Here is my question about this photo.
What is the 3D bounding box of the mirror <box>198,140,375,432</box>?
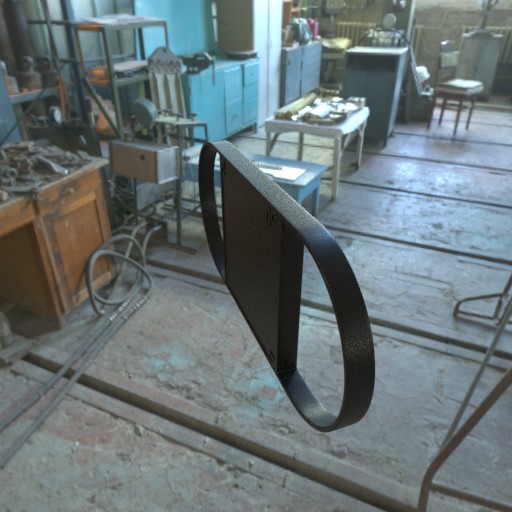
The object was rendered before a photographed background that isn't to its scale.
[{"bbox_3d":[0.000,0.000,0.671,0.032,0.254,0.584,-11,32,-18],"label":"mirror"}]
